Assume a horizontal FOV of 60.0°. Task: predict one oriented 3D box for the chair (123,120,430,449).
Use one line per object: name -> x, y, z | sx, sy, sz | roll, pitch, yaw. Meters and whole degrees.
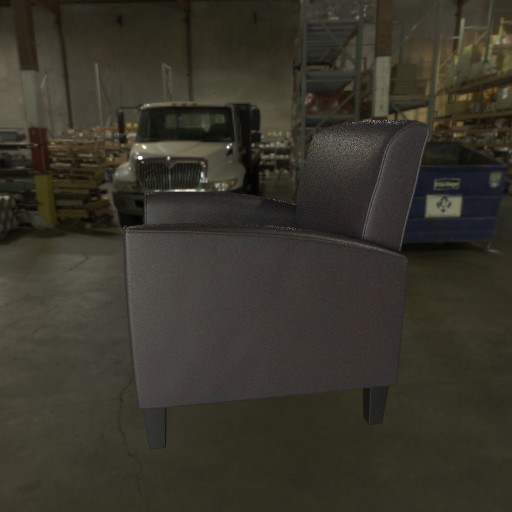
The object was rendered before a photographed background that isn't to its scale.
chair -> 0.000, 0.000, 1.565 | 0.819, 0.916, 0.820 | -3, 15, -9
